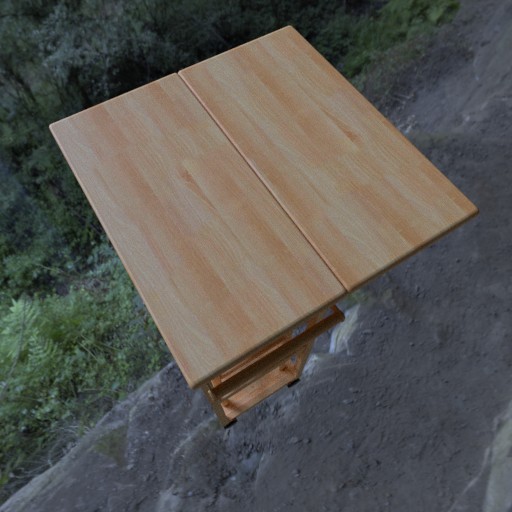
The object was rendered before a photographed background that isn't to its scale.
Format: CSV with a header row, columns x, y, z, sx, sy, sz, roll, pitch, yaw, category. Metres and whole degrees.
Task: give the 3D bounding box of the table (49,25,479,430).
x,y,z,sx,sy,sz,roll,pitch,yaw,category
0.000,0.000,1.352,0.693,0.832,0.752,-29,66,-14,table
